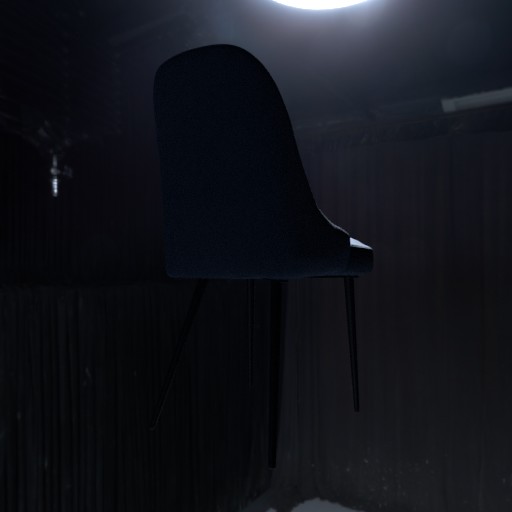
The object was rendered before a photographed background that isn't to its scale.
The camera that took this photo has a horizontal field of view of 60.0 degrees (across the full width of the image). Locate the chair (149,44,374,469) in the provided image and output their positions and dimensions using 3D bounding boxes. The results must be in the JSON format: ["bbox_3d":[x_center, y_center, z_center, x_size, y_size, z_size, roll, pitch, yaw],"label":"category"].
[{"bbox_3d":[0.000,0.000,1.200,0.478,0.896,0.559,0,-1,36],"label":"chair"}]
